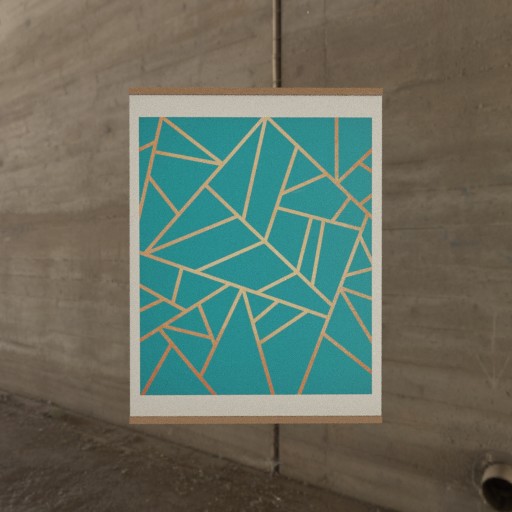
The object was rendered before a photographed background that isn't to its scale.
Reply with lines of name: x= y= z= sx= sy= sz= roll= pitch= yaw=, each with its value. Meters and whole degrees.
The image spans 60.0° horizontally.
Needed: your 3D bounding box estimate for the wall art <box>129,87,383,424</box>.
wall art: x=0.000 y=0.000 z=0.808 sx=0.459 sy=0.608 sz=0.012 roll=0 pitch=0 yaw=0
